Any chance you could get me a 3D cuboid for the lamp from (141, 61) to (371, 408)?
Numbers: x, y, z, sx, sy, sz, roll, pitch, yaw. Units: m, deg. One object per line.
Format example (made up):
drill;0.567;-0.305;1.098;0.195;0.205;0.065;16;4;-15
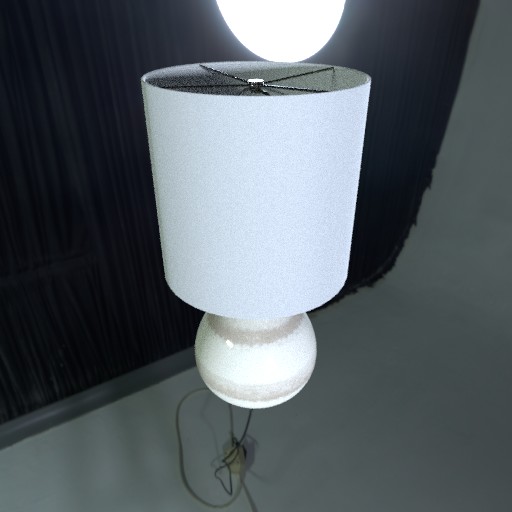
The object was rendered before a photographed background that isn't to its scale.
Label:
lamp;0.000;0.000;0.528;0.217;0.404;0.217;-21;36;-31
